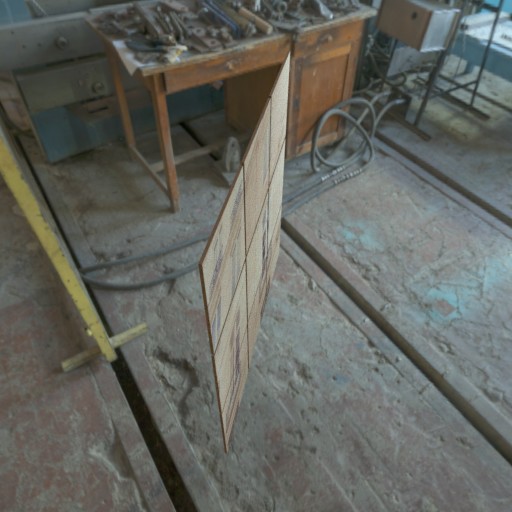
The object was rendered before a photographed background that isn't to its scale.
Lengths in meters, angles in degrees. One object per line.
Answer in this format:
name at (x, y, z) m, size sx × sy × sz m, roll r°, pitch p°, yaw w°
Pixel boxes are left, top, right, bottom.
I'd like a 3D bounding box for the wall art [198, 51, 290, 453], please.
wall art at (0.000, 0.000, 2.345) m, size 0.023 × 1.522 × 1.526 m, roll 9°, pitch 48°, yaw 9°
